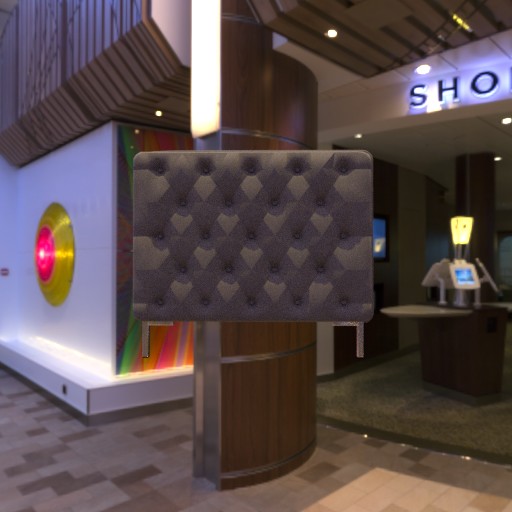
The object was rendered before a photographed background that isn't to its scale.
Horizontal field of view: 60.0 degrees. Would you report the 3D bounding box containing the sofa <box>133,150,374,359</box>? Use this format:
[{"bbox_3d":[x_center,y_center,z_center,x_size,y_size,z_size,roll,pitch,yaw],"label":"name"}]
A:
[{"bbox_3d":[0.000,0.000,2.685,0.895,0.771,2.209,0,-1,1],"label":"sofa"}]
